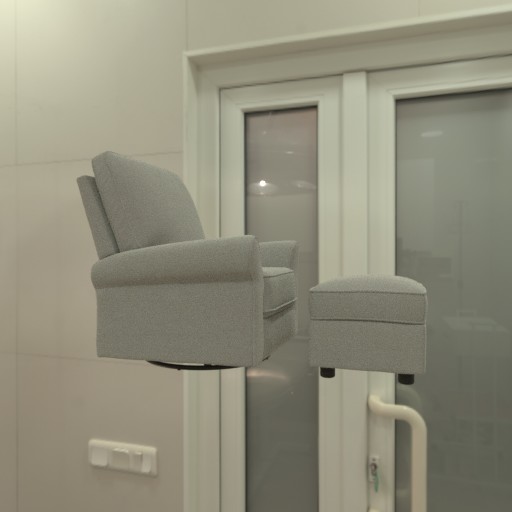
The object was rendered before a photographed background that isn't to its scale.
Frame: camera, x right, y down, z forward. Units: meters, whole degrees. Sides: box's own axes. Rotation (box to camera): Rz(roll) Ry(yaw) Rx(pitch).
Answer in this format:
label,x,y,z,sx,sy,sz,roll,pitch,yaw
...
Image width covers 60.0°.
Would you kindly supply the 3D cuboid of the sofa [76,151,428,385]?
label,x,y,z,sx,sy,sz,roll,pitch,yaw
sofa,0.000,0.000,2.074,1.478,0.959,0.880,0,0,18
